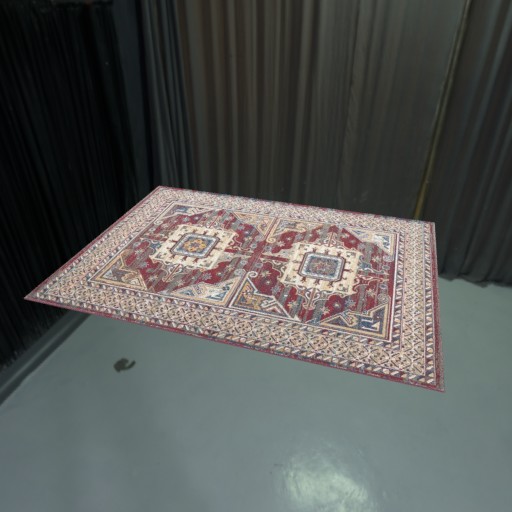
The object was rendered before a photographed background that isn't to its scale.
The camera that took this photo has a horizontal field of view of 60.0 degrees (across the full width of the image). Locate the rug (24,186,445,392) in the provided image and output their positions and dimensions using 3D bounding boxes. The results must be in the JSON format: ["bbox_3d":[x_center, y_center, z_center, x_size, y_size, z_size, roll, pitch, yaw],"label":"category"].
[{"bbox_3d":[0.000,0.000,2.839,2.210,0.011,1.599,10,34,14],"label":"rug"}]
